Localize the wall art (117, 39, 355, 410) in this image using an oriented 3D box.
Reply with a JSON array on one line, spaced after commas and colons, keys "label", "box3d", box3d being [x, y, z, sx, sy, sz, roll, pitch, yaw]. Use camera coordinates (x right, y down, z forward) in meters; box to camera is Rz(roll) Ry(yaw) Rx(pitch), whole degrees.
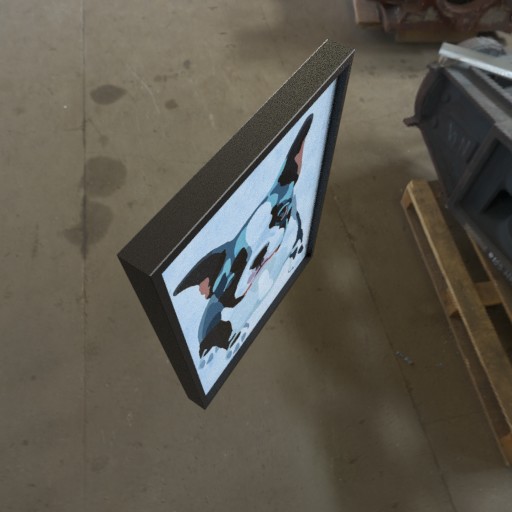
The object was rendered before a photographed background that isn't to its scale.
[{"label": "wall art", "box3d": [0.000, 0.000, 0.513, 0.030, 0.369, 0.294, 29, 62, 17]}]
